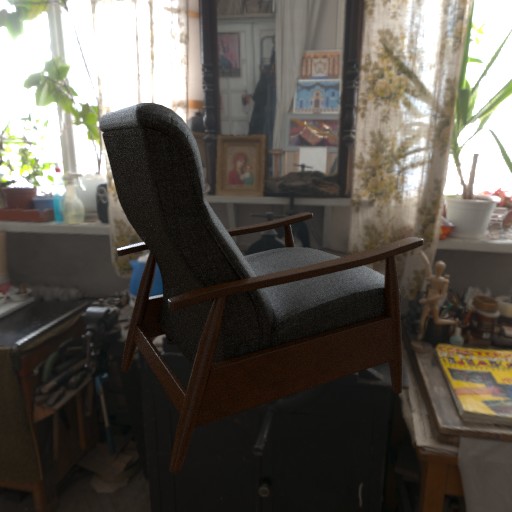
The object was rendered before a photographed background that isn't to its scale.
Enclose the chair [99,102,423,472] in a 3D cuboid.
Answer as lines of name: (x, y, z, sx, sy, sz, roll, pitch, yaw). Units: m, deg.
chair: (0.000, 0.000, 1.751, 1.014, 1.082, 0.762, -8, 16, -27)
